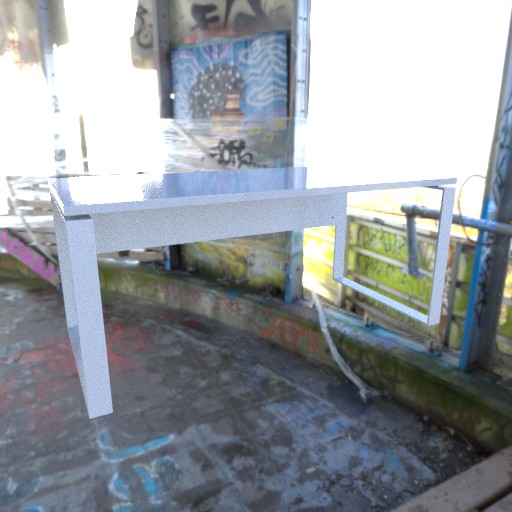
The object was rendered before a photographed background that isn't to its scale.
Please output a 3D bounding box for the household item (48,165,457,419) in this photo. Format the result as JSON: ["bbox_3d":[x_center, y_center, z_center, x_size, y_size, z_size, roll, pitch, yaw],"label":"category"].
[{"bbox_3d":[0.000,0.000,2.138,1.700,0.745,0.800,-8,18,-26],"label":"household item"}]
